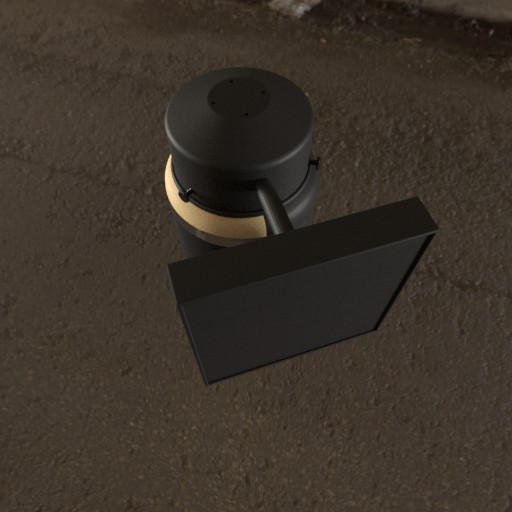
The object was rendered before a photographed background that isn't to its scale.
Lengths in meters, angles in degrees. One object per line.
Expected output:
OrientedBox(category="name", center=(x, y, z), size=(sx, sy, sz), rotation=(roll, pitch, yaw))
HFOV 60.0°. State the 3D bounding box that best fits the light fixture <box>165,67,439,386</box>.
OrientedBox(category="light fixture", center=(0.000, 0.000, 0.355), size=(0.130, 0.257, 0.176), rotation=(-16, 60, -9))
